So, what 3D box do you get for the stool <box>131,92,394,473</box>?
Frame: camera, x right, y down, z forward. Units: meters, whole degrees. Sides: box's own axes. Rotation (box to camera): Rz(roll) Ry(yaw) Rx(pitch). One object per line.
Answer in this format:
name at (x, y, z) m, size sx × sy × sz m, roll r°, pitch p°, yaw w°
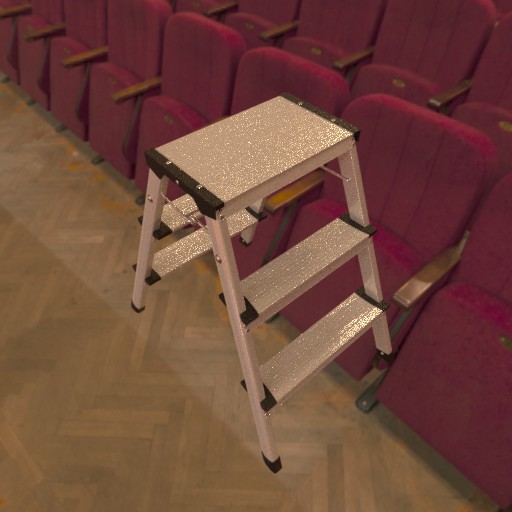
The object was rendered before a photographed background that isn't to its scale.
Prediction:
stool at (0.000, 0.000, 1.019) m, size 0.437 × 0.605 × 0.622 m, roll -32°, pitch 54°, yaw -27°
